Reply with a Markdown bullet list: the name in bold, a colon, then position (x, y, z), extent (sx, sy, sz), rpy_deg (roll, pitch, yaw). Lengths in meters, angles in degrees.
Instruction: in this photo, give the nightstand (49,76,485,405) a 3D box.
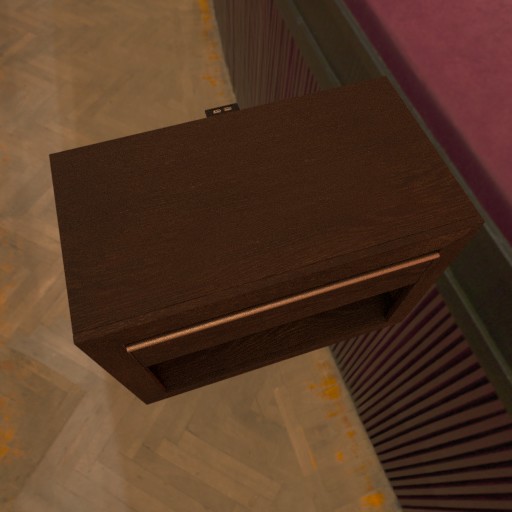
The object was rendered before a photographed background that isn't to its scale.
- **nightstand**: position (0.000, 0.000, 1.155), extent (0.775, 0.612, 0.457), rpy_deg (-16, 63, -8)
